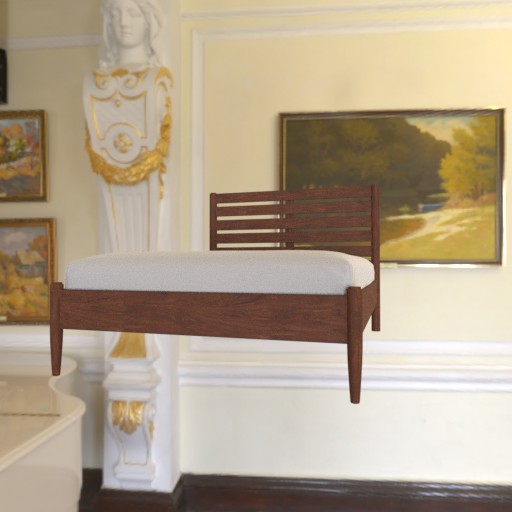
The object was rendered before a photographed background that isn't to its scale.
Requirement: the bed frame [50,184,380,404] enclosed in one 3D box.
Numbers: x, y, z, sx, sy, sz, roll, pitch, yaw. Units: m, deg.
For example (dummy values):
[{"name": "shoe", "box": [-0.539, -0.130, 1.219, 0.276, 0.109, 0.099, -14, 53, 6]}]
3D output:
[{"name": "bed frame", "box": [0.000, 0.000, 3.201, 1.655, 1.321, 2.234, 0, -1, 17]}]
